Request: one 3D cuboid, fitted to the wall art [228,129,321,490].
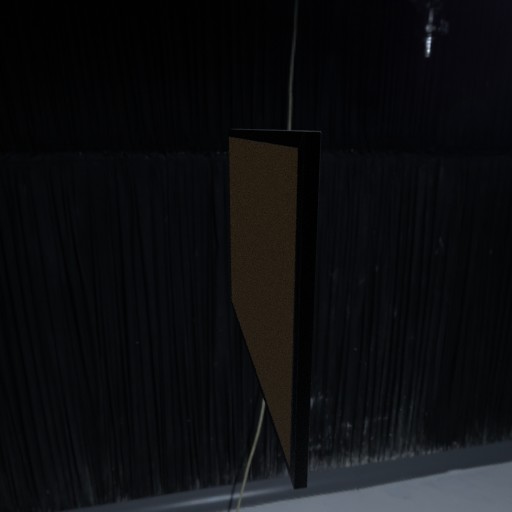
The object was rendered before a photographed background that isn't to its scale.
[{"bbox_3d":[0.000,0.000,0.559,0.013,0.306,0.440,-3,16,-10],"label":"wall art"}]
